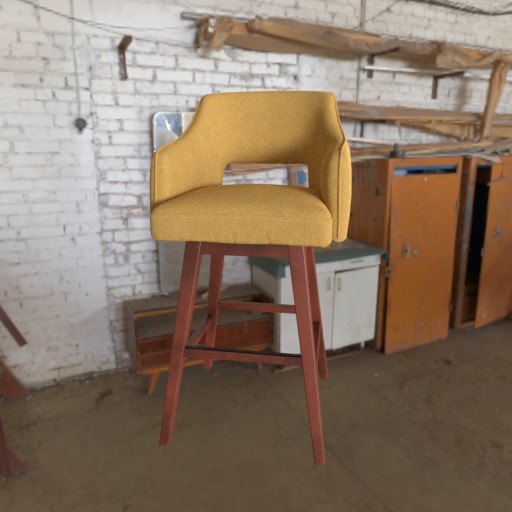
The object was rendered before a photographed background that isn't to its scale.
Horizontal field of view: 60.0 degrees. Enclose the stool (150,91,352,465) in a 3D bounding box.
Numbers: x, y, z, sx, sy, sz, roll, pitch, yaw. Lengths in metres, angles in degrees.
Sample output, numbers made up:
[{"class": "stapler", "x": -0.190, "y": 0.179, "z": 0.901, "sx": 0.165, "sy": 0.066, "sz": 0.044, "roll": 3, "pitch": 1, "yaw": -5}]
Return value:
[{"class": "stool", "x": 0.000, "y": 0.000, "z": 1.370, "sx": 0.548, "sy": 1.012, "sz": 0.558, "roll": 3, "pitch": 15, "yaw": 10}]
